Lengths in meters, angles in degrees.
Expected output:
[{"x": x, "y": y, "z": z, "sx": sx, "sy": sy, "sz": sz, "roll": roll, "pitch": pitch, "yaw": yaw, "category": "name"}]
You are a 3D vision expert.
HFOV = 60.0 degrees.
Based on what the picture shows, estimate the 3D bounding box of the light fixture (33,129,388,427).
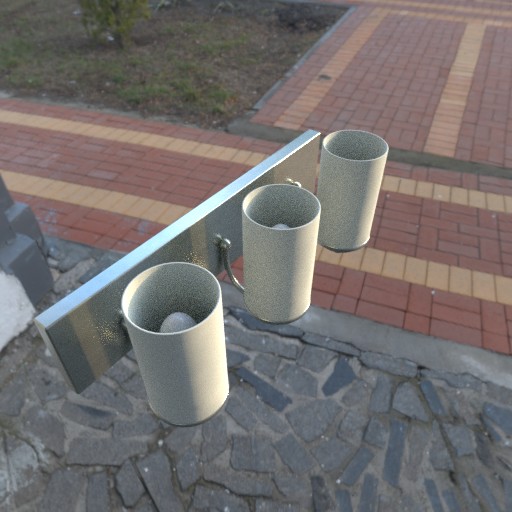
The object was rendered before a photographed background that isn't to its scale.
[{"x": 0.000, "y": 0.000, "z": 0.518, "sx": 0.145, "sy": 0.172, "sz": 0.451, "roll": 27, "pitch": 49, "yaw": 27, "category": "light fixture"}]
